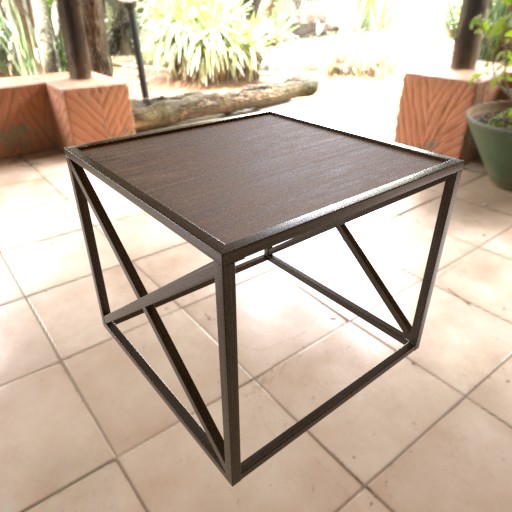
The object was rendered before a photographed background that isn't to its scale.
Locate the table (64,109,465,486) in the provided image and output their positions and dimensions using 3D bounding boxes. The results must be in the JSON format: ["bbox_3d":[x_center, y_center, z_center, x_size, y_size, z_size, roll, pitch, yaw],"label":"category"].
[{"bbox_3d":[0.000,0.000,1.077,0.609,0.507,0.611,-22,37,-33],"label":"table"}]
